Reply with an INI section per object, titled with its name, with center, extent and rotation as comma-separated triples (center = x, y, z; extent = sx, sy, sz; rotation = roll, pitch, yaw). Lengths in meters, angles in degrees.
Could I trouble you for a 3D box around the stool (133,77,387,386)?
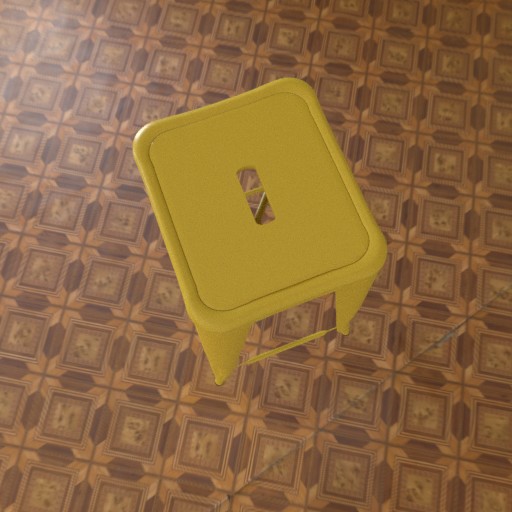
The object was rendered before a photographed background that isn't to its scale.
[stool]
center = 0.000, 0.000, 0.845
extent = 0.359, 0.609, 0.399
rotation = -21, 76, -5
